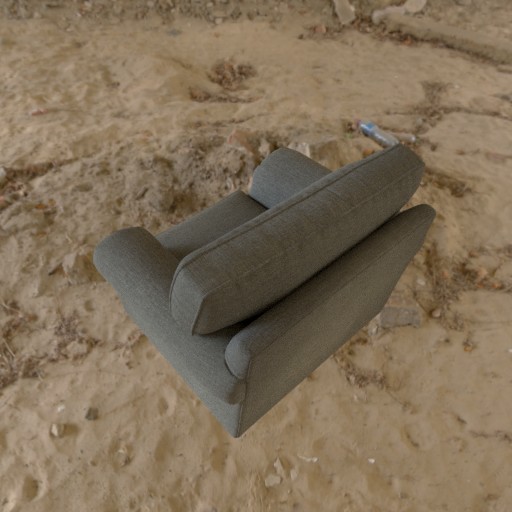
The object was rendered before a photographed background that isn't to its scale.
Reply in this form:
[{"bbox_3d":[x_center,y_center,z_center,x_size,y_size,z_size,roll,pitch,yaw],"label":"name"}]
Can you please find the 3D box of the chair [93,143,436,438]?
[{"bbox_3d":[0.000,0.000,1.851,1.092,0.961,0.965,-33,55,-27],"label":"chair"}]
